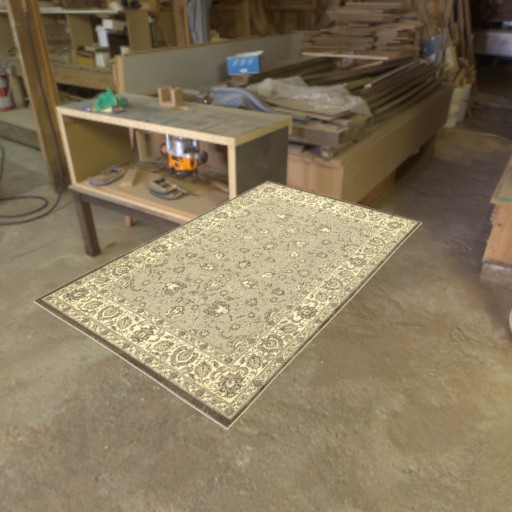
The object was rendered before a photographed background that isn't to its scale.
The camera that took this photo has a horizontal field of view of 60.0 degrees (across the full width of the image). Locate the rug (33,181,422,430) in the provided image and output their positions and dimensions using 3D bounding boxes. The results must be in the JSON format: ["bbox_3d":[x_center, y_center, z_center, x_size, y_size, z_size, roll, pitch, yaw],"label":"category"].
[{"bbox_3d":[0.000,0.000,3.102,1.524,0.011,2.438,21,37,31],"label":"rug"}]
